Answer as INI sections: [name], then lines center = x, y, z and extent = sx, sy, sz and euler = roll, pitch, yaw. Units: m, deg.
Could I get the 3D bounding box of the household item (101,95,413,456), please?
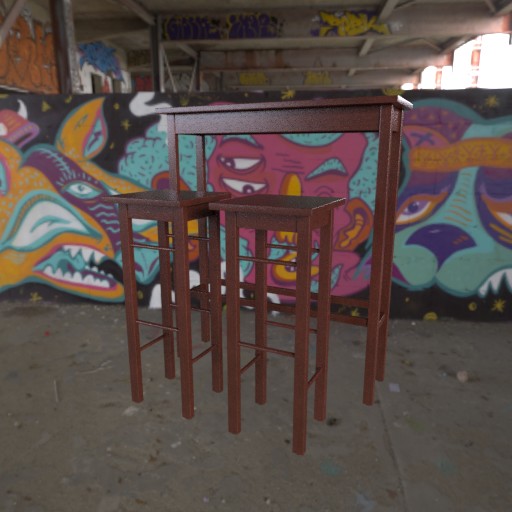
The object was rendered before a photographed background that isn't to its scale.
[household item]
center = 0.000, 0.000, 1.612
extent = 0.914, 1.067, 0.676
euler = 7, 15, 26
